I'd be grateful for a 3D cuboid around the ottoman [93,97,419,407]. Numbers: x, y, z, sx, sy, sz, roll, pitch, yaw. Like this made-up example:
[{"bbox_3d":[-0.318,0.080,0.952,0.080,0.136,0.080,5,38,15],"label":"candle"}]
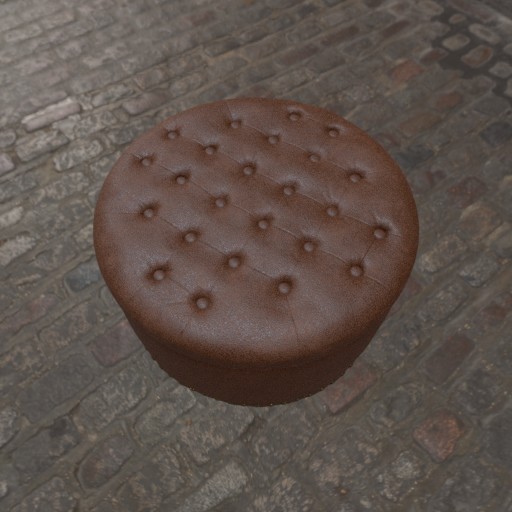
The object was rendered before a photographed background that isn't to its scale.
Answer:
[{"bbox_3d":[0.000,0.000,1.036,0.637,0.442,0.637,0,58,0],"label":"ottoman"}]
